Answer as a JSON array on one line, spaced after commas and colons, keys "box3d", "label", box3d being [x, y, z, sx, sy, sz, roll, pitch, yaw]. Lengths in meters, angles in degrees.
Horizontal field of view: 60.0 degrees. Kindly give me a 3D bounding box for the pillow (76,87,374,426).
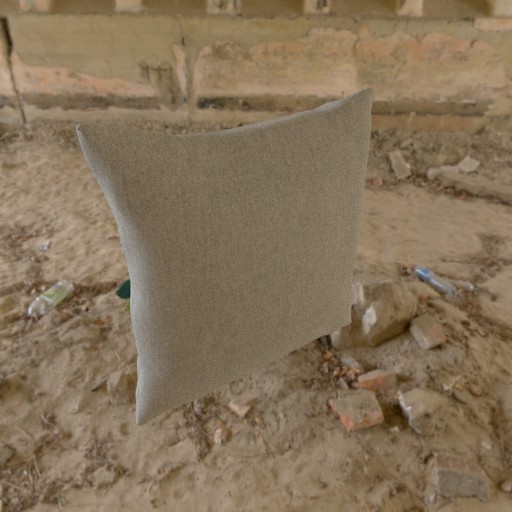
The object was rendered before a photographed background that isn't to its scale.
[{"box3d": [0.000, 0.000, 0.659, 0.433, 0.436, 0.173, -18, 34, -29], "label": "pillow"}]
